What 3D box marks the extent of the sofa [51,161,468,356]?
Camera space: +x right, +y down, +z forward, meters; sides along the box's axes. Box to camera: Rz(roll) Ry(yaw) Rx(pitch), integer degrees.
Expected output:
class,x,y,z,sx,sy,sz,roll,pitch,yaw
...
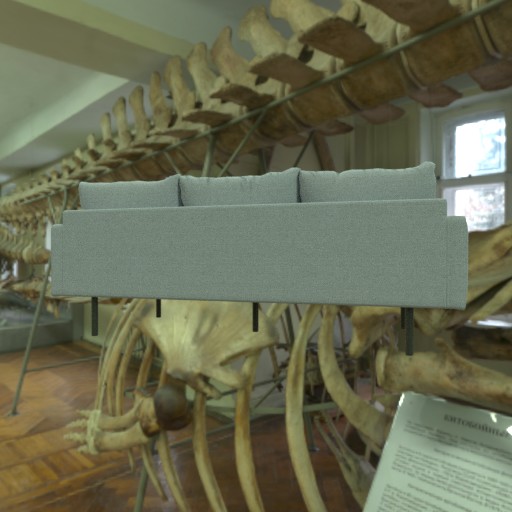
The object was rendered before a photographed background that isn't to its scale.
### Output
class,x,y,z,sx,sy,sz,roll,pitch,yaw
sofa,0.000,0.000,2.437,2.000,0.830,0.850,0,1,16
